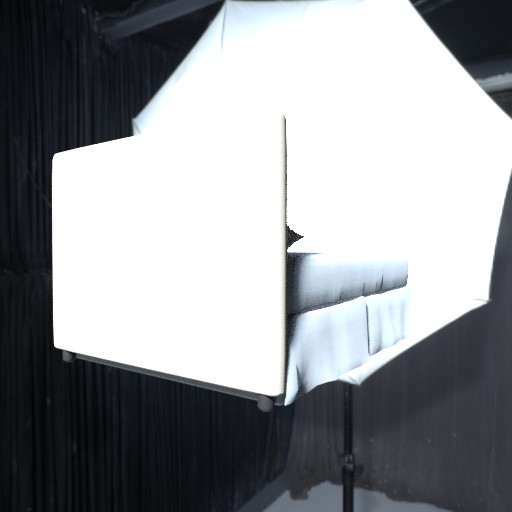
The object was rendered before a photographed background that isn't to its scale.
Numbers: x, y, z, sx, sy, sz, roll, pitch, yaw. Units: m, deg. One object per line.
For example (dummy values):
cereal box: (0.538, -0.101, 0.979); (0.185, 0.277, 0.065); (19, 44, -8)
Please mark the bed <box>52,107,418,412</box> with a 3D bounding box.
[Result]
bed: (0.000, 0.000, 3.202); (1.748, 1.330, 2.142); (1, 1, 35)
